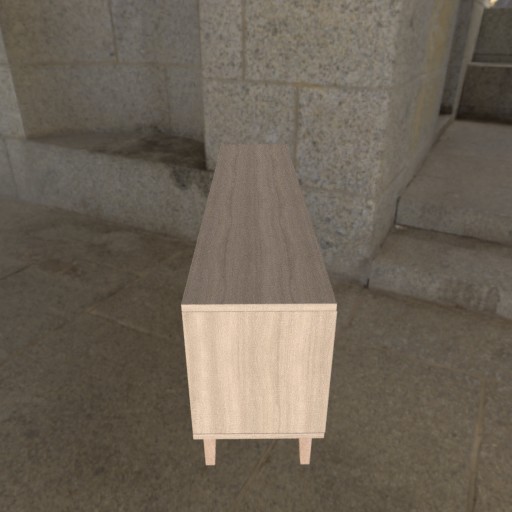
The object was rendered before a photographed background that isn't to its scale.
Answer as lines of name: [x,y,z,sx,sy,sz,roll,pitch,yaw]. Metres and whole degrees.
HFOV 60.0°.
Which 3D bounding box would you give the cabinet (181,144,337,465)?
cabinet: [0.000,0.000,2.561,0.499,0.779,2.198,0,27,-1]
